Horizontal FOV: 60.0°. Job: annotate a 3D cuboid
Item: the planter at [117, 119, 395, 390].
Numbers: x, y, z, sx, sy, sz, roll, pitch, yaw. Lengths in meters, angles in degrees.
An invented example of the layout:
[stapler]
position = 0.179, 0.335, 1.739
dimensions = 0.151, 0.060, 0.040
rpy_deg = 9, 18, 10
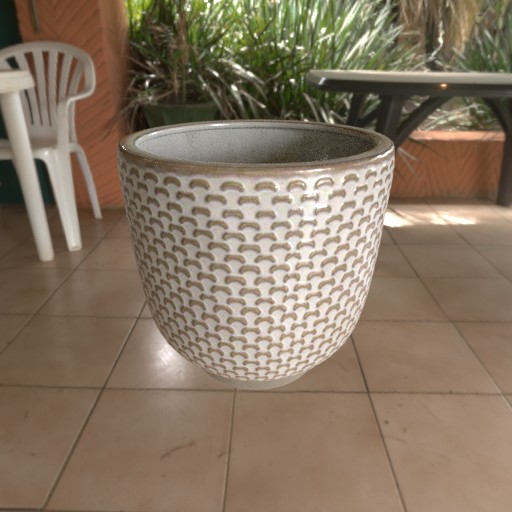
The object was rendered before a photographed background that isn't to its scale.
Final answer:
[planter]
position = 0.000, 0.000, 0.361
dimensions = 0.197, 0.191, 0.197
rpy_deg = 0, 24, 0
